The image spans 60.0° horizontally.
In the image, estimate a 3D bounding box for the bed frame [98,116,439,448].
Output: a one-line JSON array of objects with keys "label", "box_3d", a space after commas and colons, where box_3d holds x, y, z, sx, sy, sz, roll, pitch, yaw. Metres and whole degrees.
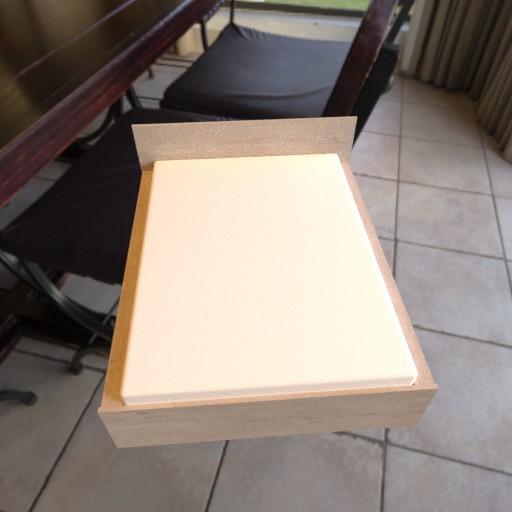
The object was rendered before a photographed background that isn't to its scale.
[{"label": "bed frame", "box_3d": [0.000, 0.000, 2.796, 1.622, 0.800, 1.960, -3, 46, -3]}]
